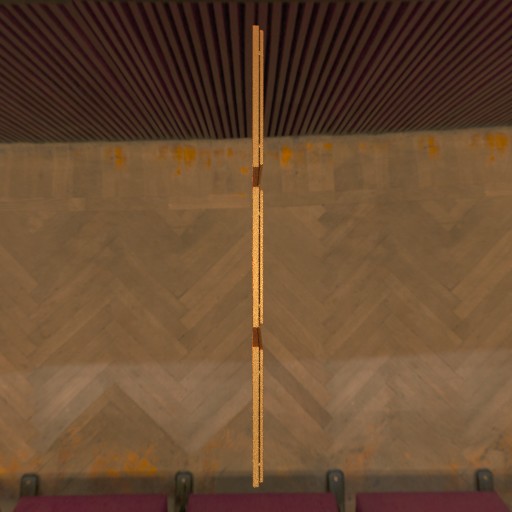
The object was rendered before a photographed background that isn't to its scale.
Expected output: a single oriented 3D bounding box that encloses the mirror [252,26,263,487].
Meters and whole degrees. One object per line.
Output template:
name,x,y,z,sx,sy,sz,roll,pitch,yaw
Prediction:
mirror,0.000,0.000,1.434,0.023,0.926,1.011,0,90,-1
